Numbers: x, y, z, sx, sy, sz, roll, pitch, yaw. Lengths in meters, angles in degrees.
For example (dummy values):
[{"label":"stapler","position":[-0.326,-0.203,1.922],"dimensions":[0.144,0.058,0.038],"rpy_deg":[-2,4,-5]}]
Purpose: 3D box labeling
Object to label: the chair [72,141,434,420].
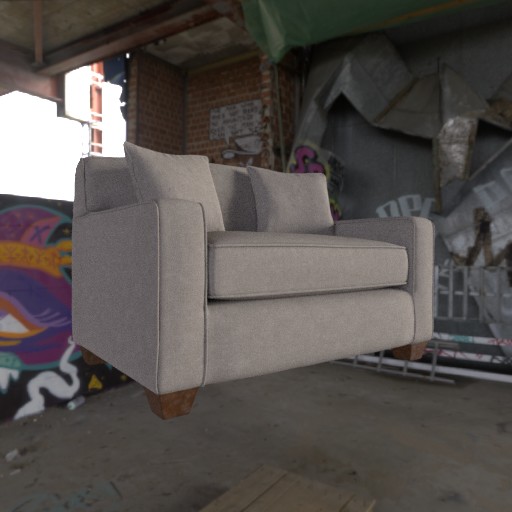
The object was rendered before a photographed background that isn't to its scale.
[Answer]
[{"label":"chair","position":[0.000,0.000,2.025],"dimensions":[1.395,0.953,0.992],"rpy_deg":[0,1,-36]}]
